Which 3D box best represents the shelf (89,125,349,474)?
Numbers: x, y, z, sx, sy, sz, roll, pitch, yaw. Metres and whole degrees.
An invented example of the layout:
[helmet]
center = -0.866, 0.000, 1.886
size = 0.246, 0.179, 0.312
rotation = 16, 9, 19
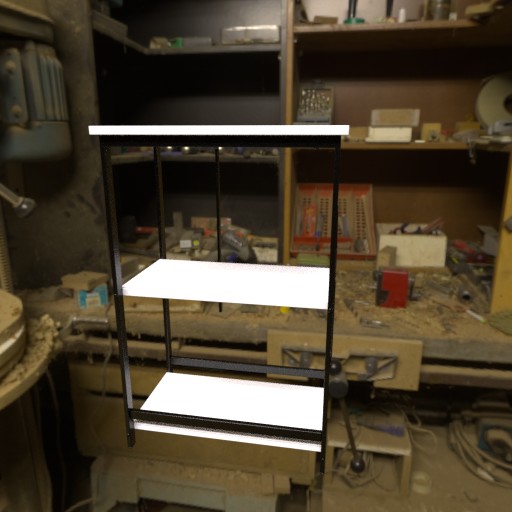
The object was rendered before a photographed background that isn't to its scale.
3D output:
[shelf]
center = 0.000, 0.000, 1.349
size = 0.498, 0.750, 0.902
rotation = 3, 16, 10
